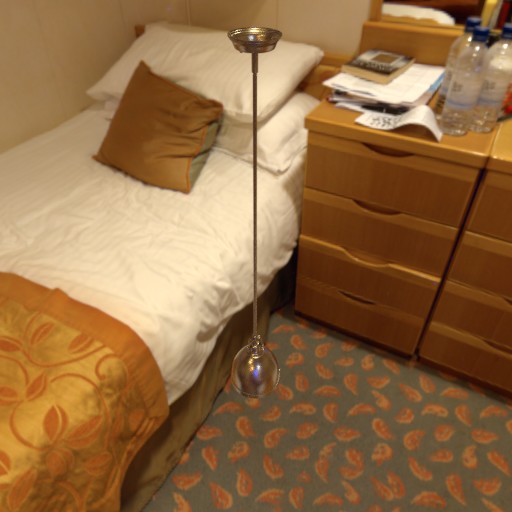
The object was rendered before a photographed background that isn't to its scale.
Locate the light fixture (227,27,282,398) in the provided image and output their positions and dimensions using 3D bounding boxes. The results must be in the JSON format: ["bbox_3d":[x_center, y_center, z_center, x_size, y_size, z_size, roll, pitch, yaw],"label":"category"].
[{"bbox_3d":[0.000,0.000,1.485,0.217,1.367,0.211,-11,41,-13],"label":"light fixture"}]
